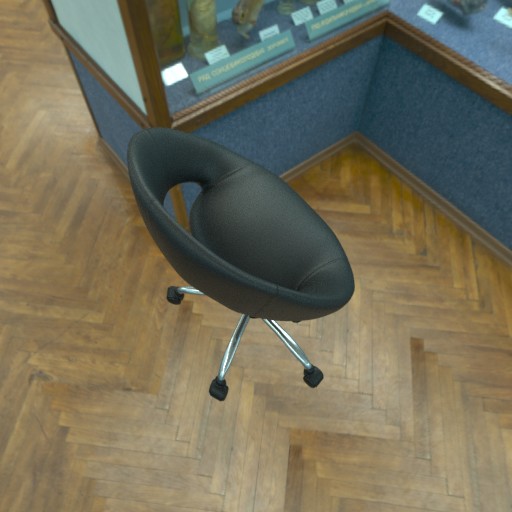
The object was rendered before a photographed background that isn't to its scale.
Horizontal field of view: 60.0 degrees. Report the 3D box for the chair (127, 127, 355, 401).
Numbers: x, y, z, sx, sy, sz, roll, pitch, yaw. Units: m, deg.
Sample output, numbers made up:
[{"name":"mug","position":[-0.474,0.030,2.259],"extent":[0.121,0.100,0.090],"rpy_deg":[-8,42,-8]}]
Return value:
[{"name":"chair","position":[0.000,0.000,1.171],"extent":[0.538,0.791,0.612],"rpy_deg":[-31,63,-18]}]
